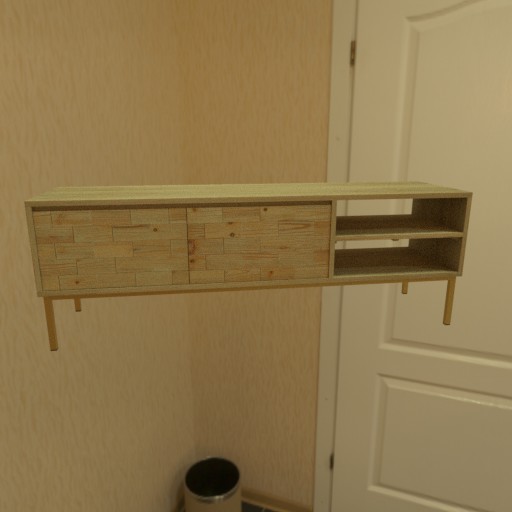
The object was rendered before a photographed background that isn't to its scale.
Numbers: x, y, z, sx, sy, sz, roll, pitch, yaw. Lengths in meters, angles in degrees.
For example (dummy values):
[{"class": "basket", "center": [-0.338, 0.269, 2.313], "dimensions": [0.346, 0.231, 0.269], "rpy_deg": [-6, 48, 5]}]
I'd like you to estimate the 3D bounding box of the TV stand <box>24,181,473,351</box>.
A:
[{"class": "TV stand", "center": [0.000, 0.000, 1.840], "dimensions": [1.600, 0.550, 0.420], "rpy_deg": [-2, 15, -8]}]
